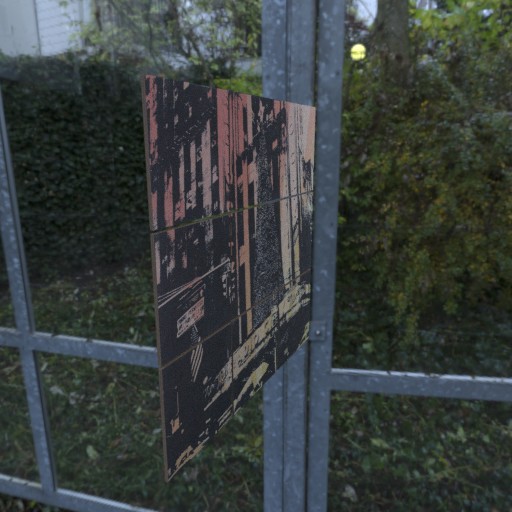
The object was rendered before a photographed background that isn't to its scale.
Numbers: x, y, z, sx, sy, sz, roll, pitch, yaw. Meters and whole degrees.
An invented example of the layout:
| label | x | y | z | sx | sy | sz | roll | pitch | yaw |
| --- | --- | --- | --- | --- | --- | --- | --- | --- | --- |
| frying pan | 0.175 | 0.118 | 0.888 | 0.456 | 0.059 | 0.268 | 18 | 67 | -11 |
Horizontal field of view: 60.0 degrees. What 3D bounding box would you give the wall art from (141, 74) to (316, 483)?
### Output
| label | x | y | z | sx | sy | sz | roll | pitch | yaw |
| --- | --- | --- | --- | --- | --- | --- | --- | --- | --- |
| wall art | 0.000 | 0.000 | 1.784 | 0.013 | 1.216 | 1.216 | 7 | 16 | 27 |
